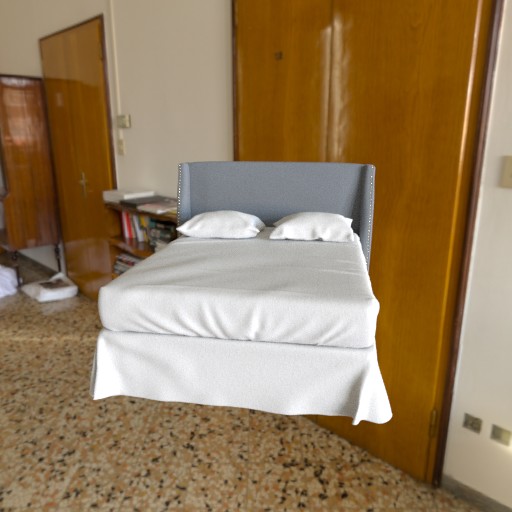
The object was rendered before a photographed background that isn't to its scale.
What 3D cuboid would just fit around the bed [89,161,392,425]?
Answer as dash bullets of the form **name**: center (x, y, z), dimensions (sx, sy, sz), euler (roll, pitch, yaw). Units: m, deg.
- **bed**: center (0.000, 0.000, 3.477), dimensions (1.925, 1.332, 2.276), euler (2, 15, 9)
